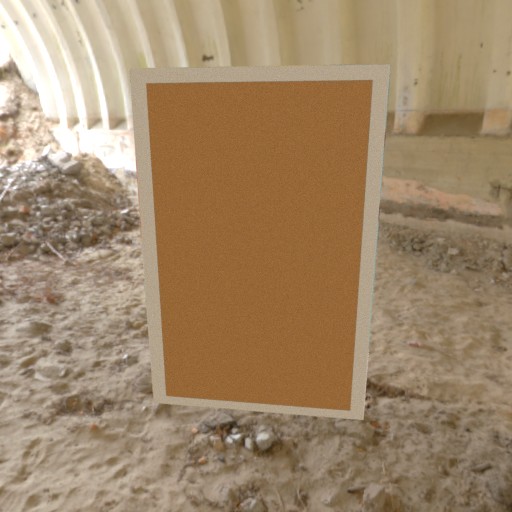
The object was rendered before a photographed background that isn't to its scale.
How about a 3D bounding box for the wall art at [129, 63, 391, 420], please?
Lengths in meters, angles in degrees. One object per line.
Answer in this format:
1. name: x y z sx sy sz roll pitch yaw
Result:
1. wall art: 0.000 0.000 1.156 0.605 0.915 0.037 2 16 7
